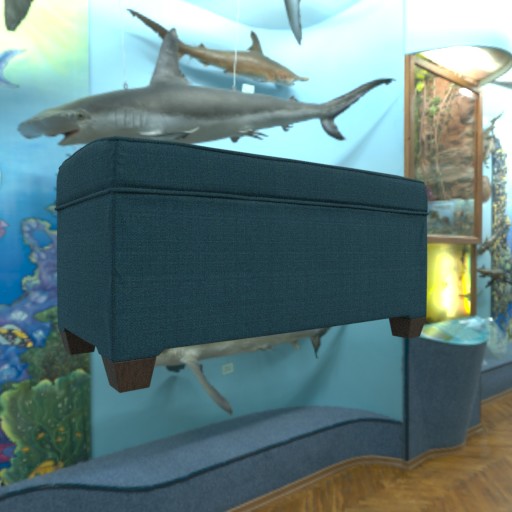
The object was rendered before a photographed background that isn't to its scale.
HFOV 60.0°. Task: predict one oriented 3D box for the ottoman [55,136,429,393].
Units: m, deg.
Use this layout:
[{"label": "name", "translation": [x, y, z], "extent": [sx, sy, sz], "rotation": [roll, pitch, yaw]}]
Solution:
[{"label": "ottoman", "translation": [0.000, 0.000, 1.204], "extent": [0.943, 0.474, 0.474], "rotation": [0, 1, -36]}]
